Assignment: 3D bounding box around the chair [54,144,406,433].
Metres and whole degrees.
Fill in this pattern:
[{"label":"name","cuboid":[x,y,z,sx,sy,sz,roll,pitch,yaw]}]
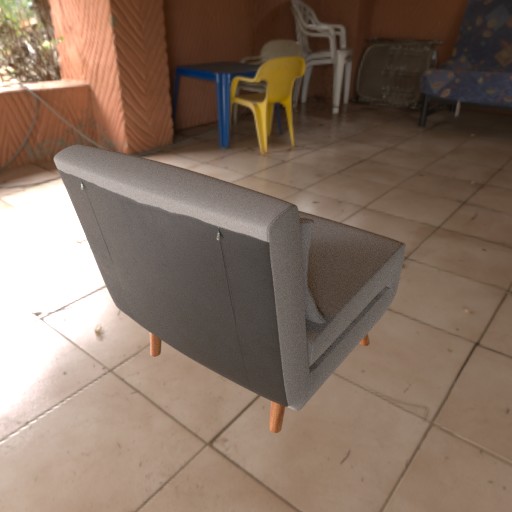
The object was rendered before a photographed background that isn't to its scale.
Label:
[{"label":"chair","cuboid":[0.000,0.000,1.515,0.770,0.808,0.902,21,35,33]}]
